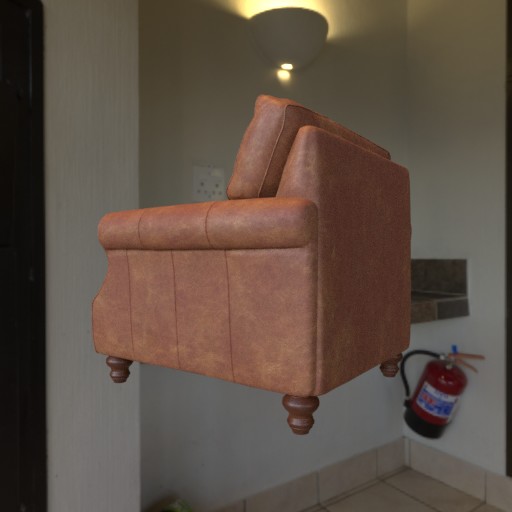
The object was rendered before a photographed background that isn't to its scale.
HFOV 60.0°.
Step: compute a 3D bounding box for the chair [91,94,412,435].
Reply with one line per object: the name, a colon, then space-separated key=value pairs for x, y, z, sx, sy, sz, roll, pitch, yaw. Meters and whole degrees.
chair: x=0.000 y=0.000 z=1.746 sx=0.986 sy=0.962 sz=0.983 roll=0 pitch=0 yaw=36
